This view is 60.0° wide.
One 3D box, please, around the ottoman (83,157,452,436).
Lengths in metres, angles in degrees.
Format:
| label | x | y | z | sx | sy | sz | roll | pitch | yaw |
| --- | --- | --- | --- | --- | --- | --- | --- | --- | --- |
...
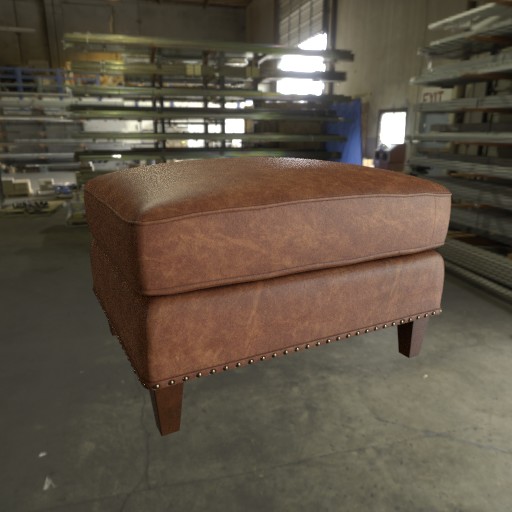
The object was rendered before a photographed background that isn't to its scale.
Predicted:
| label | x | y | z | sx | sy | sz | roll | pitch | yaw |
| --- | --- | --- | --- | --- | --- | --- | --- | --- | --- |
| ottoman | 0.000 | 0.000 | 1.132 | 0.742 | 0.486 | 0.586 | -8 | 18 | -27 |
